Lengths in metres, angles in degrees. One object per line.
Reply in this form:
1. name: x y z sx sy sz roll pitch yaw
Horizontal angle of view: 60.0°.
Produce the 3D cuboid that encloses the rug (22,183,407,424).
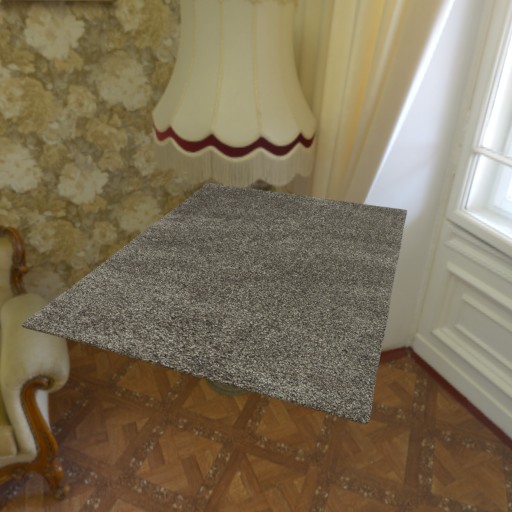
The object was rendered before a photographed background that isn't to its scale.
1. rug: 0.000 0.000 3.962 2.401 0.025 3.000 10 31 18
